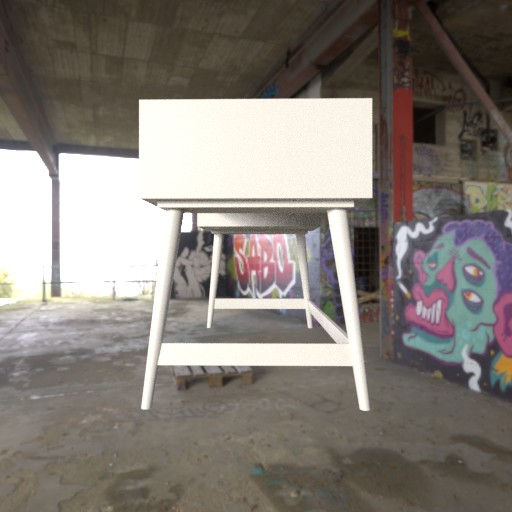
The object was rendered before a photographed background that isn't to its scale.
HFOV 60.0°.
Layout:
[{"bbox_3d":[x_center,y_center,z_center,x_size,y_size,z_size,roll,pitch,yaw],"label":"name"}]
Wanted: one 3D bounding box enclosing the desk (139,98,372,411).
[{"bbox_3d":[0.000,0.000,1.739,0.589,0.762,1.313,0,0,1],"label":"desk"}]
